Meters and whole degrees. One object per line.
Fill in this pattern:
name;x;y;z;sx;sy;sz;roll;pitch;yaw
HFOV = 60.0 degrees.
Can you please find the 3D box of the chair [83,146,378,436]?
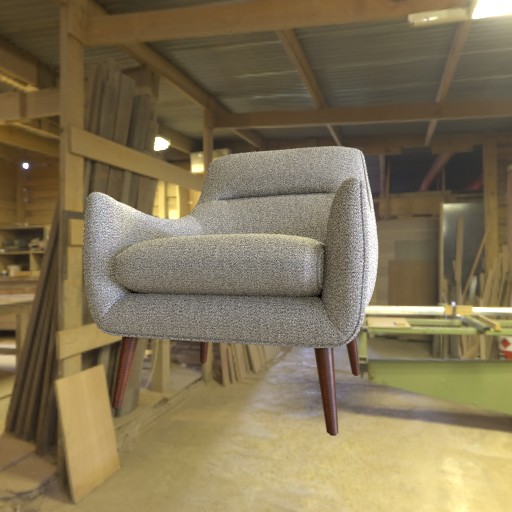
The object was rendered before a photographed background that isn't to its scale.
chair;0.000;0.000;1.436;0.762;0.838;0.787;0;-1;18
